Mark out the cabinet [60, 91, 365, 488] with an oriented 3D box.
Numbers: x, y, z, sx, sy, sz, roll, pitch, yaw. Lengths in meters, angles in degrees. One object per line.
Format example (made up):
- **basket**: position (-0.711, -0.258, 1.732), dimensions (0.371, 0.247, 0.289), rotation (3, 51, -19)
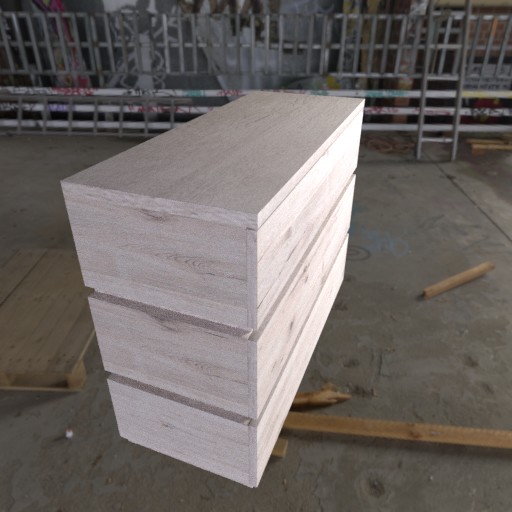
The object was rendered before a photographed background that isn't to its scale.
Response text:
- **cabinet**: position (0.000, 0.000, 1.433), dimensions (0.420, 0.820, 1.040), rotation (11, 32, 19)
